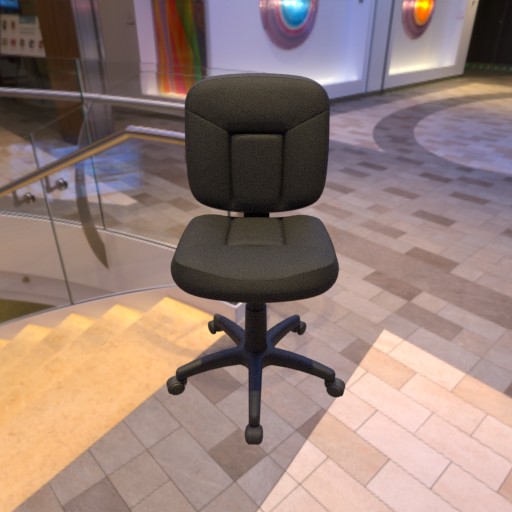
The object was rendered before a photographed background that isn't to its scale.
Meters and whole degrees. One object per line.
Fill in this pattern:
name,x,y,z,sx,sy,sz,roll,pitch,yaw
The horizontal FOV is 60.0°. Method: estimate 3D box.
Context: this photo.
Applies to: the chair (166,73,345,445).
chair,0.000,0.000,1.348,0.610,0.972,0.610,0,29,1
